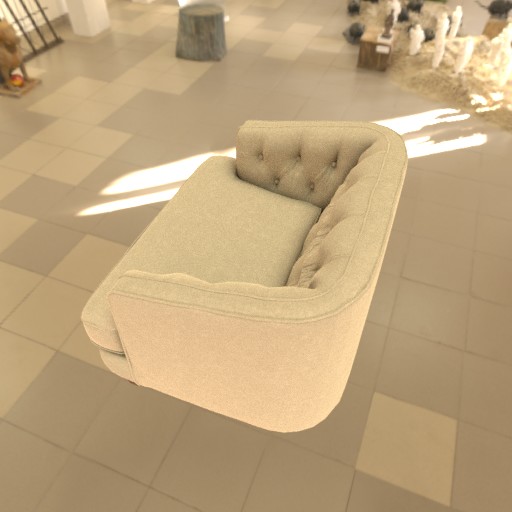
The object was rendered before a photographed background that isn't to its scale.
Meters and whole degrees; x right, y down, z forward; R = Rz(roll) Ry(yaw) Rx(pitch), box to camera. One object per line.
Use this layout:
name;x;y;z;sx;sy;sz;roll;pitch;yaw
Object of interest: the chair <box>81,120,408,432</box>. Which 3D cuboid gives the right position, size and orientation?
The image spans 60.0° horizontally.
chair;0.000;0.000;1.768;0.941;0.852;1.104;16;48;15
